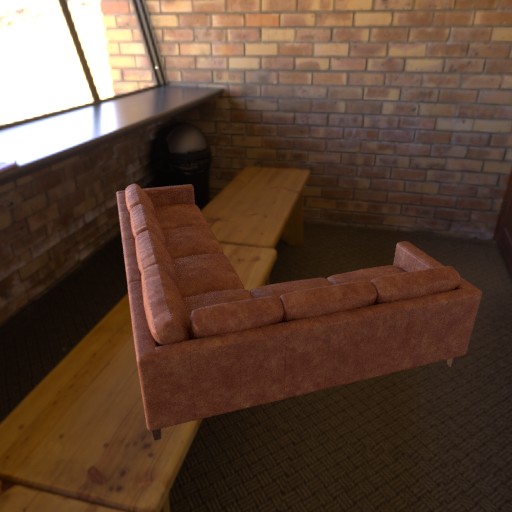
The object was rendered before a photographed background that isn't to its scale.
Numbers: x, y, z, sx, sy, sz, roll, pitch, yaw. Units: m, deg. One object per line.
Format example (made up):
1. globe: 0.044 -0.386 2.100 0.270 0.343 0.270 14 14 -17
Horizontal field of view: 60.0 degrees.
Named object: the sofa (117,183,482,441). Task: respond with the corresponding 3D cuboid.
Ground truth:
1. sofa: 0.000 0.000 4.317 2.438 0.838 3.150 -8 28 -16
